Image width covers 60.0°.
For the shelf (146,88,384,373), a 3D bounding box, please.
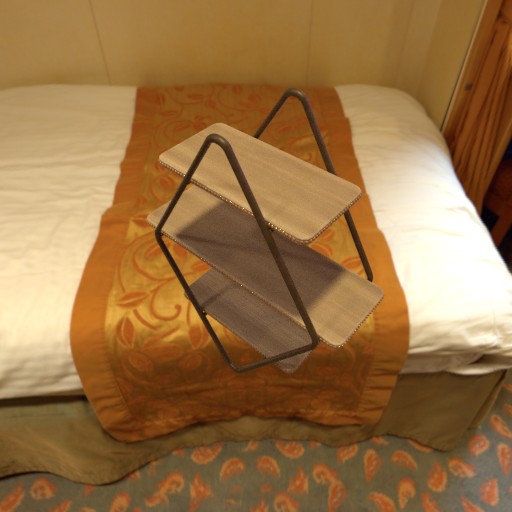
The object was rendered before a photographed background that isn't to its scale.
[{"bbox_3d":[0.000,0.000,1.081,0.609,0.774,0.234,32,54,27],"label":"shelf"}]
